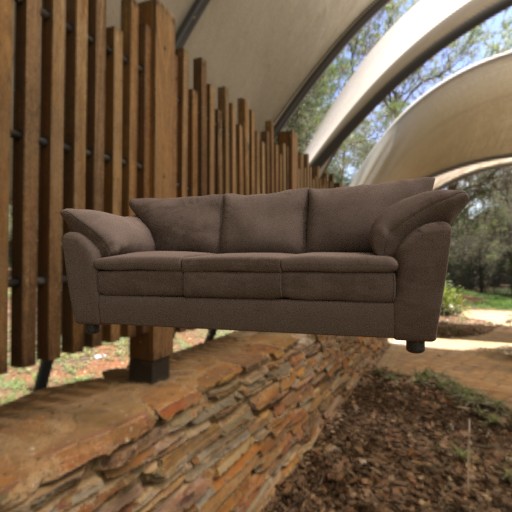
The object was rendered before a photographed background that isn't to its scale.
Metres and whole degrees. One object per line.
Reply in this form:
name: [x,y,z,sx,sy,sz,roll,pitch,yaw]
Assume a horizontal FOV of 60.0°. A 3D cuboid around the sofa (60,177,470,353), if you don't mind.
sofa: [0.000,0.000,2.819,2.377,0.981,0.893,0,-1,18]
